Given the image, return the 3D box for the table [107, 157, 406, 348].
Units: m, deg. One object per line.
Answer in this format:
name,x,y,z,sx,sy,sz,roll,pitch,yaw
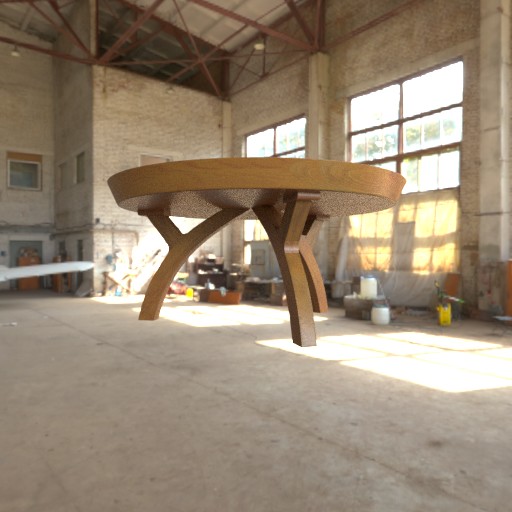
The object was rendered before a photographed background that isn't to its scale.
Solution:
table,0.000,0.000,1.556,1.016,0.470,1.016,0,0,0
